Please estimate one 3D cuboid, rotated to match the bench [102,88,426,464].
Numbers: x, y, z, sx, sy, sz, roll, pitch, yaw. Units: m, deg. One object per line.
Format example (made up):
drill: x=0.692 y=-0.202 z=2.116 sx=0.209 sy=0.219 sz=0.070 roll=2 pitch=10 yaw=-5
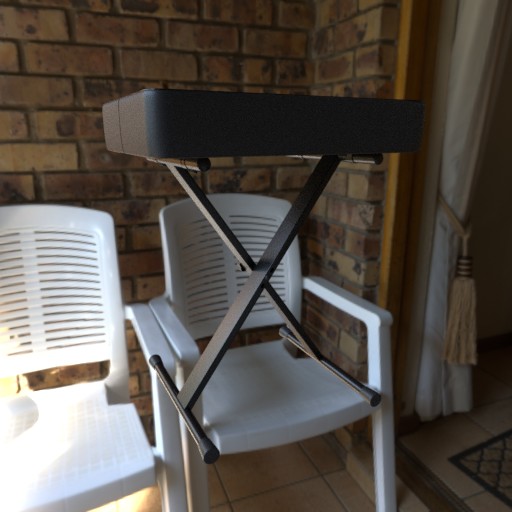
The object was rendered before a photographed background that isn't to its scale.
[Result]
bench: x=0.000 y=0.000 z=0.764 sx=0.424 sy=0.500 sz=0.321 roll=-8 pitch=17 yaw=-26
